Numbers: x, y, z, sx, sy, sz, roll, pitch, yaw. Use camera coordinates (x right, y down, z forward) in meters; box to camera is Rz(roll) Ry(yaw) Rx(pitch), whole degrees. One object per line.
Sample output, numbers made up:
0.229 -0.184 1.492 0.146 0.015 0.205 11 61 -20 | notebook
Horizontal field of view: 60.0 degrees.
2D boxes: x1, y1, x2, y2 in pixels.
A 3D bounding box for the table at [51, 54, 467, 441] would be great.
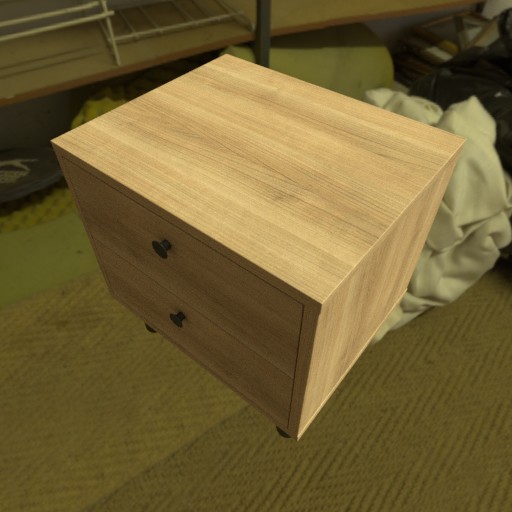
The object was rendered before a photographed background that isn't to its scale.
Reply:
0.000 0.000 0.777 0.445 0.460 0.380 31 54 25 | table
